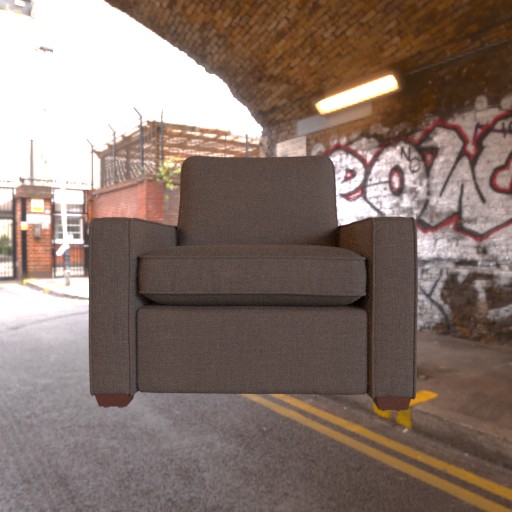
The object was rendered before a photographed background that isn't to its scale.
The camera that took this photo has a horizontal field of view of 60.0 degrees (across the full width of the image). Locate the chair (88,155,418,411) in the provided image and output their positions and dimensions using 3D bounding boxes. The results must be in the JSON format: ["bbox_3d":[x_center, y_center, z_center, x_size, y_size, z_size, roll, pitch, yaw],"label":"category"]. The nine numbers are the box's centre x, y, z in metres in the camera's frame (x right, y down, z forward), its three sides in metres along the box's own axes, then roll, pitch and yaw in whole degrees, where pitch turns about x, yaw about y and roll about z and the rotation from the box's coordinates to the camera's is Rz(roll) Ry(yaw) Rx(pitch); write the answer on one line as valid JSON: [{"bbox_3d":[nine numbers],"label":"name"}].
[{"bbox_3d":[0.000,0.000,1.771,1.017,0.919,0.940,0,1,2],"label":"chair"}]
